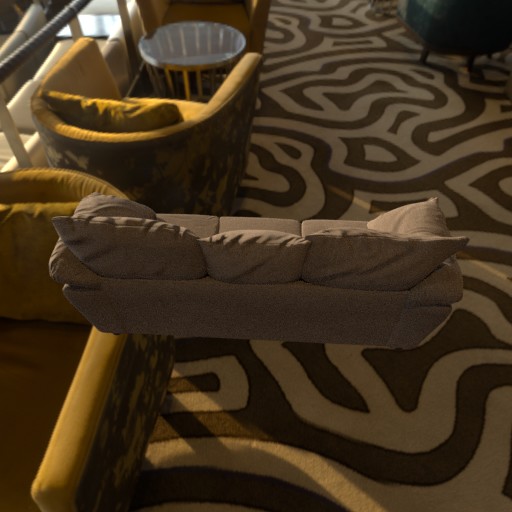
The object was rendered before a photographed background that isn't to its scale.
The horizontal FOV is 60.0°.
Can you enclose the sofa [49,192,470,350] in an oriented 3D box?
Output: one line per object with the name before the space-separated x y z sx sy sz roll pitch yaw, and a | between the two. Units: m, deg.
sofa | 0.000 0.000 2.863 2.390 1.043 0.927 3 47 2
